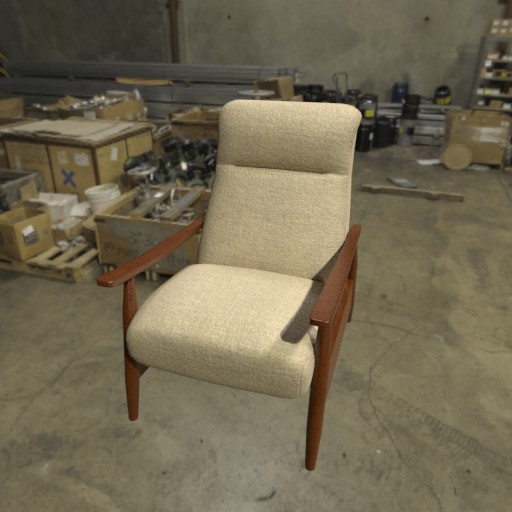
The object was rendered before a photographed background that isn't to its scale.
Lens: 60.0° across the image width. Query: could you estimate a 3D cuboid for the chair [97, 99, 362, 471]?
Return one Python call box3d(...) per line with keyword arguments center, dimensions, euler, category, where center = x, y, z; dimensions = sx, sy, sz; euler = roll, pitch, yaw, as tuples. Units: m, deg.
box3d(center=(0.000, 0.000, 1.787), dimensions=(0.762, 1.082, 1.014), euler=(8, 27, 16), category="chair")
